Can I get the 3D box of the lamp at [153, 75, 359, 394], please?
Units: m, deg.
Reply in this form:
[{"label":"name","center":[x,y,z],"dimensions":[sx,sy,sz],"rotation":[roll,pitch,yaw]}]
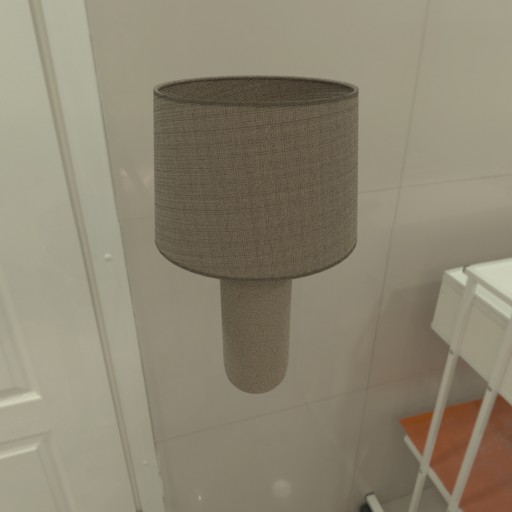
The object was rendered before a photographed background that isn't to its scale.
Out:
[{"label":"lamp","center":[0.000,0.000,0.844],"dimensions":[0.367,0.609,0.367],"rotation":[0,28,0]}]
